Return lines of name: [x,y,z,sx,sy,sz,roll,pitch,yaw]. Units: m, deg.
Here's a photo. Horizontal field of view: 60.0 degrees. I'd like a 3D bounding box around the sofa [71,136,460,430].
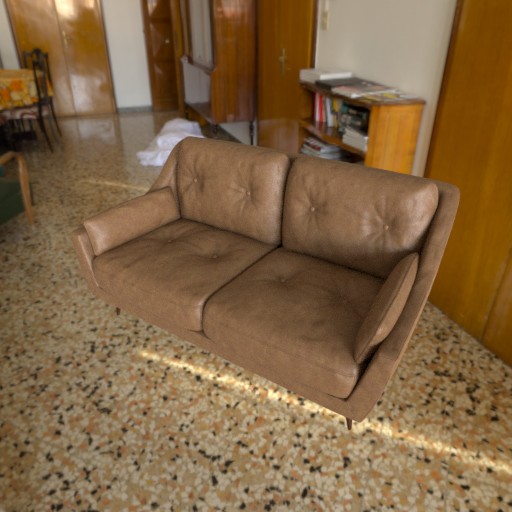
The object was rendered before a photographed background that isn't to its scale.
sofa: [0.000,0.000,2.259,1.731,0.886,0.981,18,34,29]
